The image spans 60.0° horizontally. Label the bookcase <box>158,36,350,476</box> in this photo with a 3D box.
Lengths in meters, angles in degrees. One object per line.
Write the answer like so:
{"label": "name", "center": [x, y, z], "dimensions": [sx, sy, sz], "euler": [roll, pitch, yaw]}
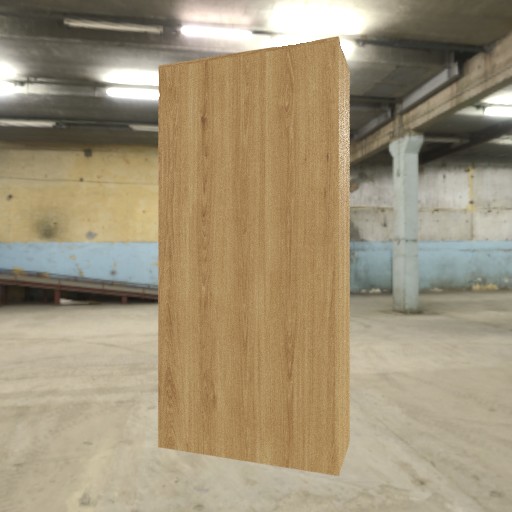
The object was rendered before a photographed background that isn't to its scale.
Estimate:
{"label": "bookcase", "center": [0.000, 0.000, 2.388], "dimensions": [0.950, 2.020, 0.420], "euler": [0, 0, 19]}
